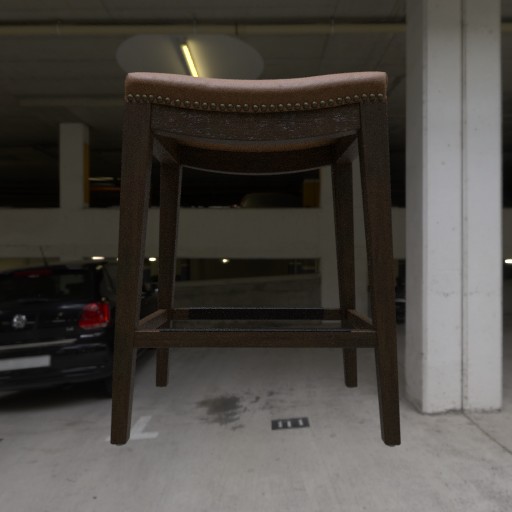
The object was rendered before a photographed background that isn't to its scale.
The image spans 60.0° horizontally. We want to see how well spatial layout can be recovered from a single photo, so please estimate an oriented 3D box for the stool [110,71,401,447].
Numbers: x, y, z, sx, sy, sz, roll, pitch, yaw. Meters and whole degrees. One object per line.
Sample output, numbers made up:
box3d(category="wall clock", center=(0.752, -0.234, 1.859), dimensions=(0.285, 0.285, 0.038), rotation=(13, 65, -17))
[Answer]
box3d(category="stool", center=(0.000, 0.000, 0.942), dimensions=(0.500, 0.660, 0.361), rotation=(0, 0, 0))
